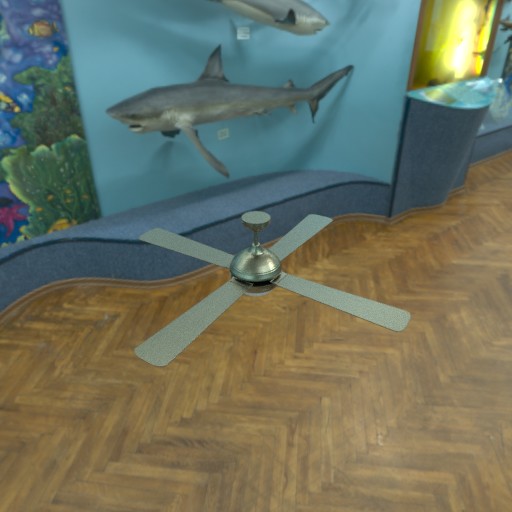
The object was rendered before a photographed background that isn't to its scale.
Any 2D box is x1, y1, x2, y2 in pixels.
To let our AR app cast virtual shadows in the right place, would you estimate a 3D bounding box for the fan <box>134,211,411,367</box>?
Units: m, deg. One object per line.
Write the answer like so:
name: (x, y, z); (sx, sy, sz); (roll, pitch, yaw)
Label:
fan: (0.000, 0.000, 1.974); (1.321, 0.381, 1.321); (-20, 36, -31)
